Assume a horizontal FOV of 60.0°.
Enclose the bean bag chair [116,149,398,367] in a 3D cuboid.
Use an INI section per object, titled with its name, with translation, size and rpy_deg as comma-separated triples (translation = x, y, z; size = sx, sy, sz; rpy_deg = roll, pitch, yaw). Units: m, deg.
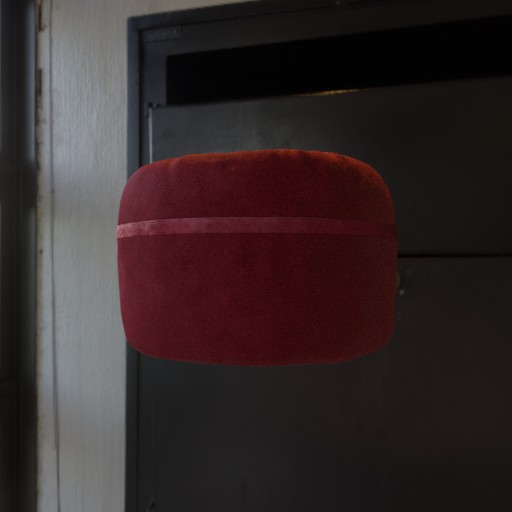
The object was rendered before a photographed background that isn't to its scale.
[bean bag chair]
translation = 0.000, 0.000, 1.993
size = 1.219, 0.762, 1.219
rpy_deg = 0, -1, 0
